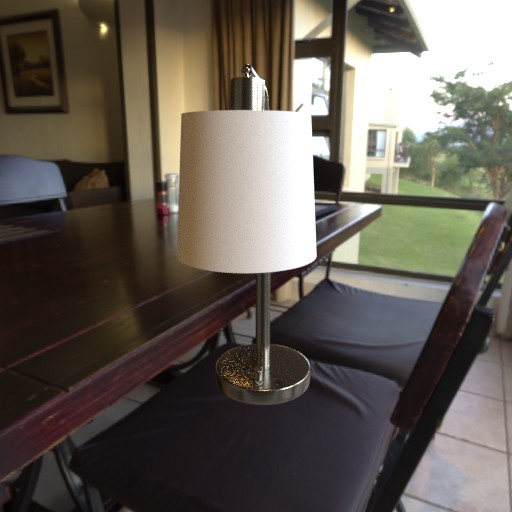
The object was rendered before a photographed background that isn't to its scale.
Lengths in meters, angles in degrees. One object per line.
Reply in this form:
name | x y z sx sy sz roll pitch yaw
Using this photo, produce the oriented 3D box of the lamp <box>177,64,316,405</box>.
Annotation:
lamp | 0.000 0.000 0.634 0.171 0.489 0.333 2 15 8
